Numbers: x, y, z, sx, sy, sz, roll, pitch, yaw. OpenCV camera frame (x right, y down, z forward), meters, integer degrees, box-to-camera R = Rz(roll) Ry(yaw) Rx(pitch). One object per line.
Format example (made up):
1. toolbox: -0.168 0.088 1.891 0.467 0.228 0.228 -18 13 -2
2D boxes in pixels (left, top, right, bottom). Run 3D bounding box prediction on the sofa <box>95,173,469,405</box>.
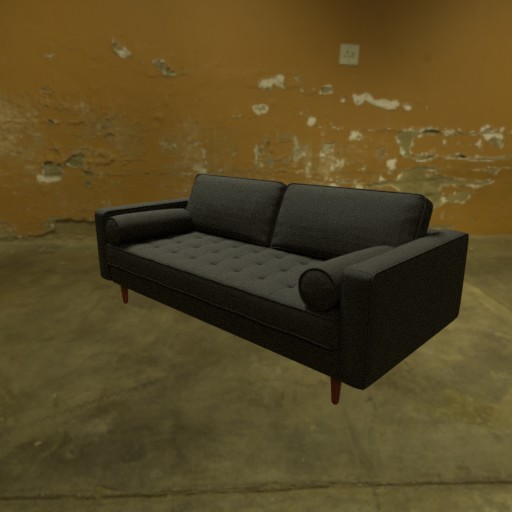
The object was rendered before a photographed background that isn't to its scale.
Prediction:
1. sofa: 0.000 0.000 2.394 1.875 0.759 0.914 14 21 42
